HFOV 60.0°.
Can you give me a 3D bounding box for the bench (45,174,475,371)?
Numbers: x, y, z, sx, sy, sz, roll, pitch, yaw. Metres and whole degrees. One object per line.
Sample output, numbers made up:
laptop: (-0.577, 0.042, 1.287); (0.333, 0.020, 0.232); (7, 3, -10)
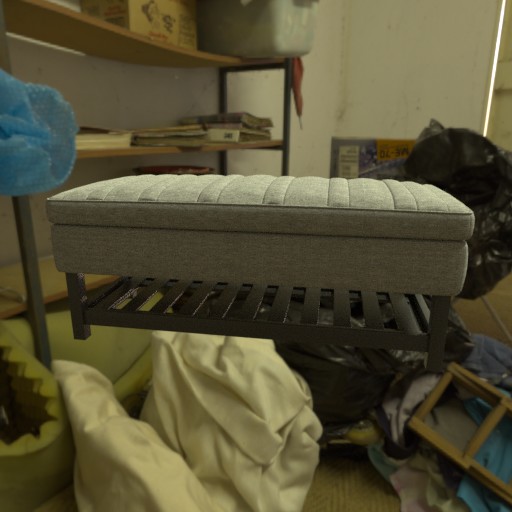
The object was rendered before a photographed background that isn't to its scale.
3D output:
bench: (0.000, 0.000, 1.336); (1.100, 0.470, 0.429); (3, 17, 9)
